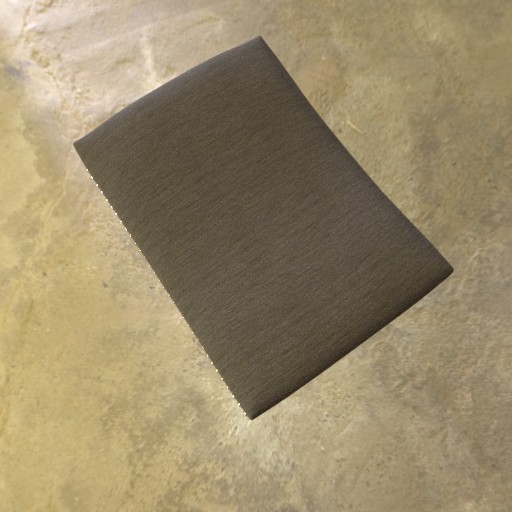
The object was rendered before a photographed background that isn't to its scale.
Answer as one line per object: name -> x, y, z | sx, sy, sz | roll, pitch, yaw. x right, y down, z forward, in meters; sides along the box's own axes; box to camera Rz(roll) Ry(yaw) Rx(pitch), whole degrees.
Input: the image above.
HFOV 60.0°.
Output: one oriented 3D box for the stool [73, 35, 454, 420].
stool -> 0.000, 0.000, 0.947 | 0.372, 0.654, 0.504 | -34, 77, -9
